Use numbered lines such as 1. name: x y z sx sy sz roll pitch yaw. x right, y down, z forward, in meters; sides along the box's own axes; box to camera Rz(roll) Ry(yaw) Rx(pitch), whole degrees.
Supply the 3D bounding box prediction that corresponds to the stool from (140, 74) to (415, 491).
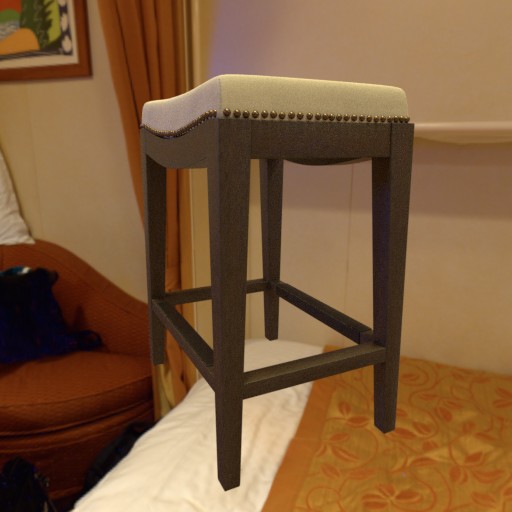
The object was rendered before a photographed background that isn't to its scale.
1. stool: 0.000 0.000 0.930 0.361 0.642 0.500 -7 15 -25
